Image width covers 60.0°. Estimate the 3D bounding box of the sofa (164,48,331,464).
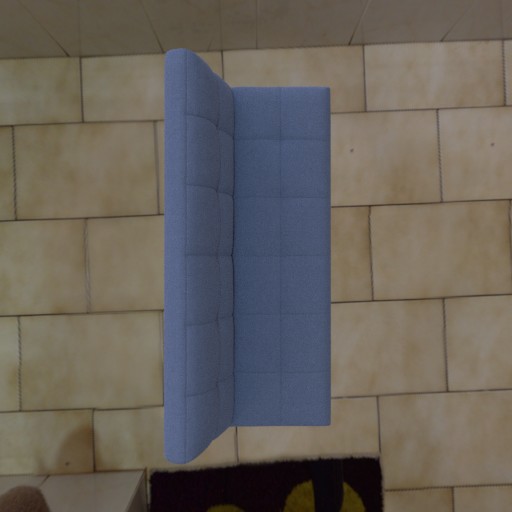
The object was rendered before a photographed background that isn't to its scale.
[{"bbox_3d":[0.000,0.000,2.264,0.796,0.800,1.800,0,90,-1],"label":"sofa"}]
